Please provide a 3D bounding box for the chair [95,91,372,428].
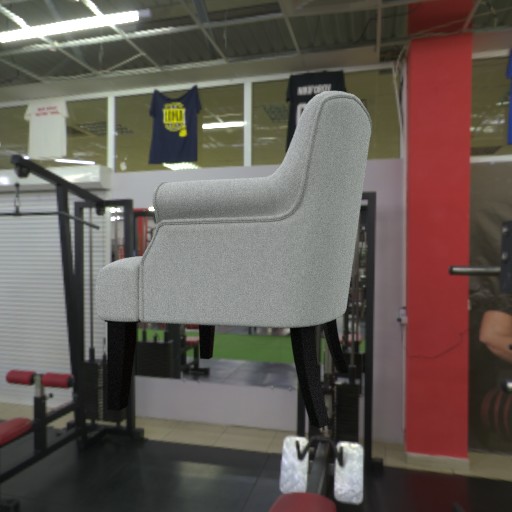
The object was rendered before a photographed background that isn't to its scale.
[{"bbox_3d":[0.000,0.000,1.489,0.750,0.875,0.781,0,0,17],"label":"chair"}]
